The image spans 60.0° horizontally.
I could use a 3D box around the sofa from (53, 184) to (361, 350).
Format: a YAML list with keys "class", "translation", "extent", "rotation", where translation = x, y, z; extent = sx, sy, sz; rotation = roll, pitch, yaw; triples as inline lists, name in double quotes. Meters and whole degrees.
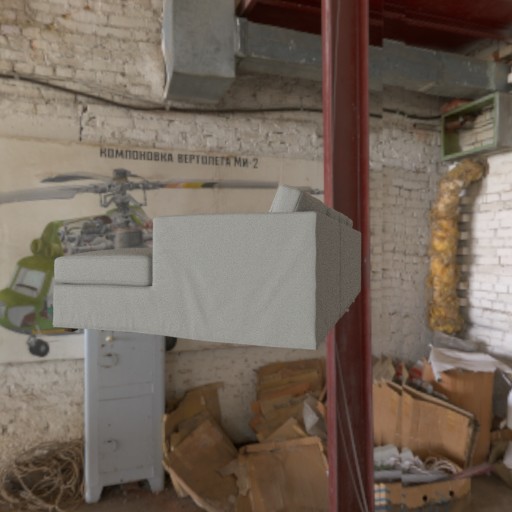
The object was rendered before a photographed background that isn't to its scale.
- class: "sofa"
  translation: [0.000, 0.000, 3.939]
  extent: [1.622, 0.867, 3.177]
  rotation: [0, 1, 17]
